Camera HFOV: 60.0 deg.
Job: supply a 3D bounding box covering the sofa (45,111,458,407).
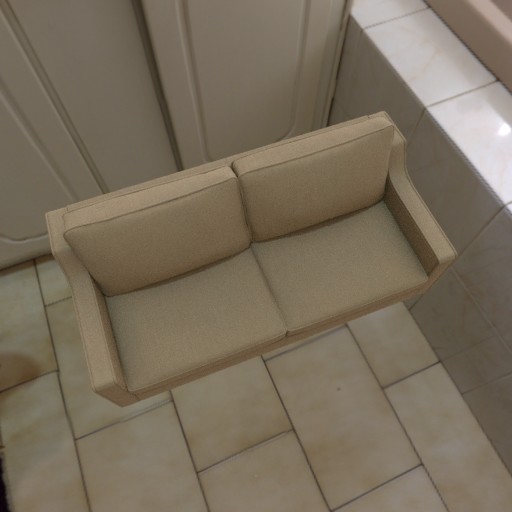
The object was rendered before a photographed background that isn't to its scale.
[{"bbox_3d":[0.000,0.000,2.794,2.178,1.071,1.066,-19,65,-9],"label":"sofa"}]
